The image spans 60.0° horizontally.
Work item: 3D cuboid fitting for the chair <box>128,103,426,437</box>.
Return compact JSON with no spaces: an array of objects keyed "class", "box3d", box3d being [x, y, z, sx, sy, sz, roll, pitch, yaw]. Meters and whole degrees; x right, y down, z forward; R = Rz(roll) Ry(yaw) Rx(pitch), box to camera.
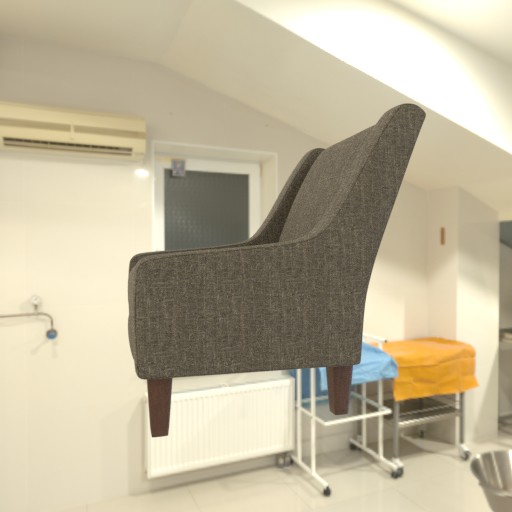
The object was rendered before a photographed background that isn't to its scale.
[{"class":"chair","box3d":[0.000,0.000,1.697,0.944,1.012,0.793,0,1,-17]}]
